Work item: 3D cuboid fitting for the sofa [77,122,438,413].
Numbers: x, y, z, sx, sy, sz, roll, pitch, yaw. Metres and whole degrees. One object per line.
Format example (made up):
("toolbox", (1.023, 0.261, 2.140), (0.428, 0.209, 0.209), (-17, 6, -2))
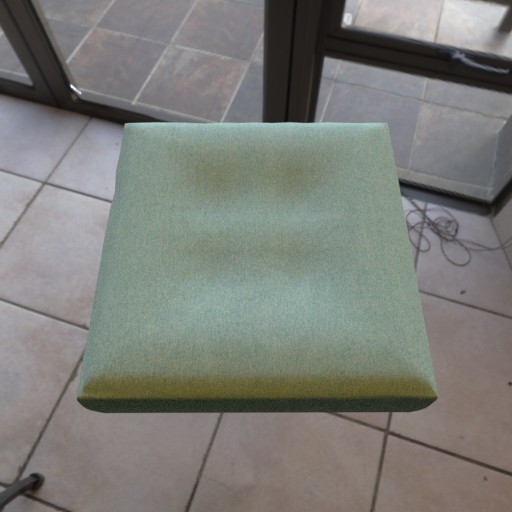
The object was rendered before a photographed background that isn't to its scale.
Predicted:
("sofa", (0.000, 0.000, 1.419), (0.930, 0.330, 0.930), (0, 63, 0))
